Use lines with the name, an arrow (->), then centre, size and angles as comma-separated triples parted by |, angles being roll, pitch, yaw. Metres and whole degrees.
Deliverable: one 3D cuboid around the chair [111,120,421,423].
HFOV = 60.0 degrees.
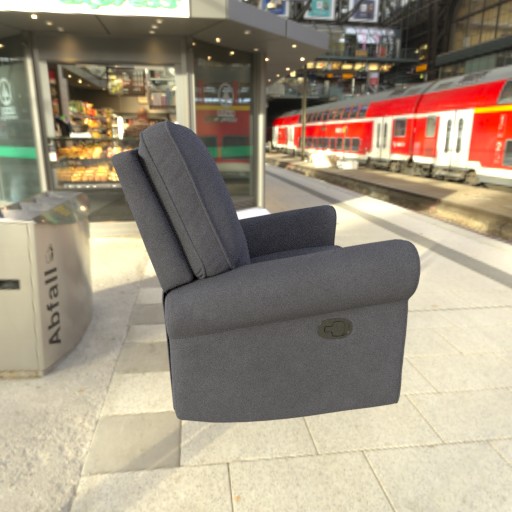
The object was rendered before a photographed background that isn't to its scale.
chair -> 0.000, 0.000, 1.646 | 0.878, 0.961, 0.890 | -3, 16, -9
